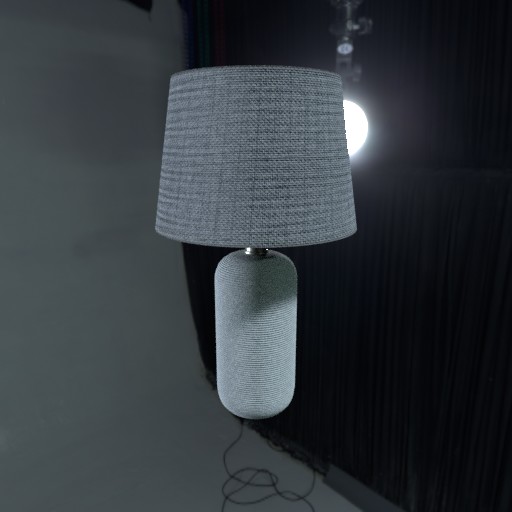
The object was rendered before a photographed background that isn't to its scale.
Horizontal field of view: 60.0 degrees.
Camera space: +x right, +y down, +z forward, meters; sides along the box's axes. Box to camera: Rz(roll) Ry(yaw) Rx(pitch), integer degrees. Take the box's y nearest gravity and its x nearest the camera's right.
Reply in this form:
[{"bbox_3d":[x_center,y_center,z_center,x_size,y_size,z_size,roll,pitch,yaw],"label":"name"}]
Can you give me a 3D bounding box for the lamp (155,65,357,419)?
[{"bbox_3d":[0.000,0.000,0.576,0.251,0.429,0.251,0,14,0],"label":"lamp"}]
